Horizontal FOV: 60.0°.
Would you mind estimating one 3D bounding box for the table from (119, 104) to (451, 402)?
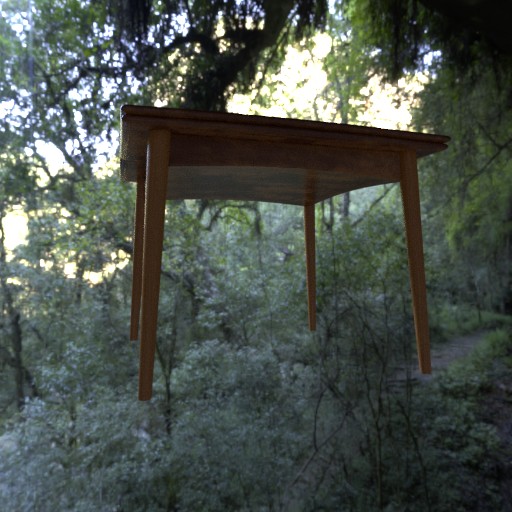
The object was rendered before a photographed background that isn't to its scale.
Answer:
[{"bbox_3d":[0.000,0.000,1.686,0.991,0.754,0.991,0,0,-17],"label":"table"}]
